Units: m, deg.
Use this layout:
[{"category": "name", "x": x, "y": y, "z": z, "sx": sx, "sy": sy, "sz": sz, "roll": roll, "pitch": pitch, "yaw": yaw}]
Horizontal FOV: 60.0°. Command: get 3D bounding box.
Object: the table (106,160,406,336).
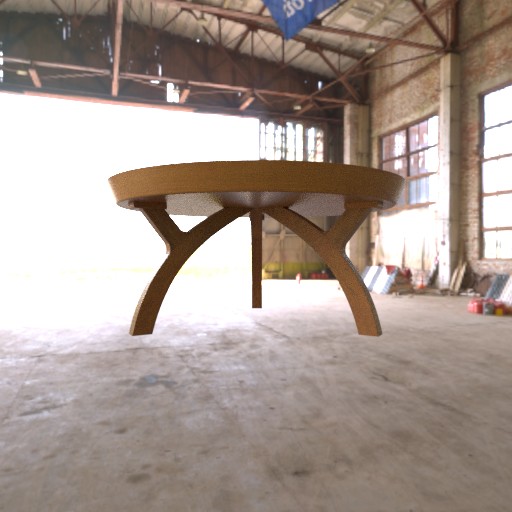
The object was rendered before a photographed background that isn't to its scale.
[{"category": "table", "x": 0.000, "y": 0.000, "z": 1.550, "sx": 1.016, "sy": 0.470, "sz": 1.016, "roll": 0, "pitch": 1, "yaw": 0}]
